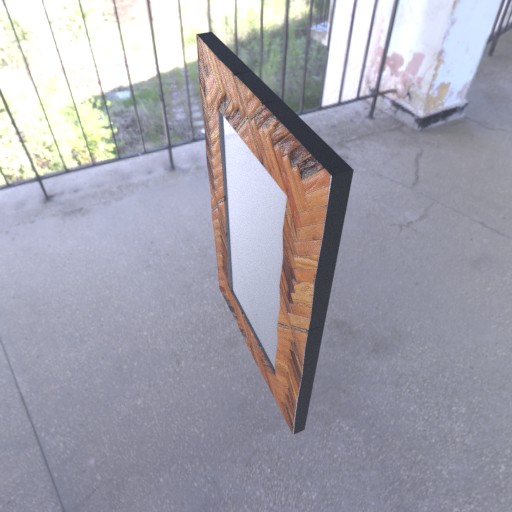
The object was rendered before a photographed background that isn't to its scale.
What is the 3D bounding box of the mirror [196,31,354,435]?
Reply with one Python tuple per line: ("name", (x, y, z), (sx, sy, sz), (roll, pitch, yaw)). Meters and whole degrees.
("mirror", (0.000, 0.000, 1.160), (0.044, 0.912, 0.606), (-18, 48, -16))
